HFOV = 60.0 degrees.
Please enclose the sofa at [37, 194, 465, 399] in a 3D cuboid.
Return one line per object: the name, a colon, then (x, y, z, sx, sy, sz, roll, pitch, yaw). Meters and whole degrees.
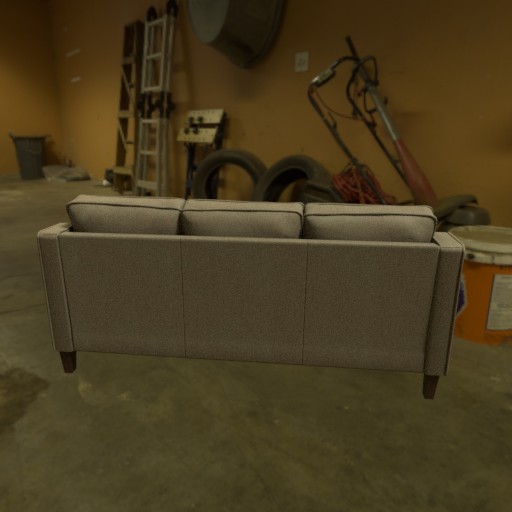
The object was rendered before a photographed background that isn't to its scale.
sofa: (0.000, 0.000, 3.303, 2.317, 1.081, 1.858, 2, 16, 7)
